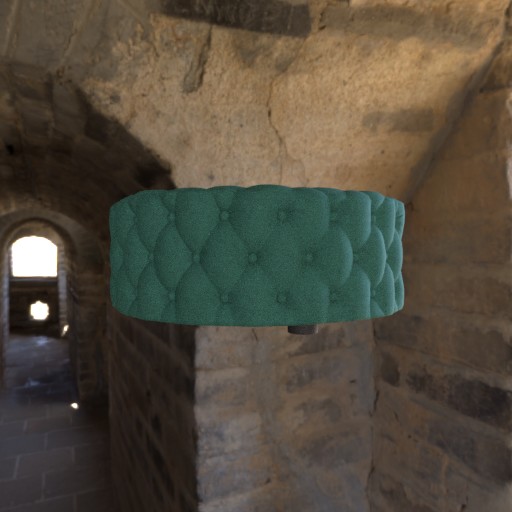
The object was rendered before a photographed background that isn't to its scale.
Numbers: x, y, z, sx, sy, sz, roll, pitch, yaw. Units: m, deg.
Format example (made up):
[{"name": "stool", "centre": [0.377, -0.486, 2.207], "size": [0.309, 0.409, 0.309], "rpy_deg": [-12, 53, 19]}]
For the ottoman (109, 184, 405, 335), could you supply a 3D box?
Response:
[{"name": "ottoman", "centre": [0.000, 0.000, 1.572], "size": [0.998, 0.399, 0.998], "rpy_deg": [0, 1, 0]}]
